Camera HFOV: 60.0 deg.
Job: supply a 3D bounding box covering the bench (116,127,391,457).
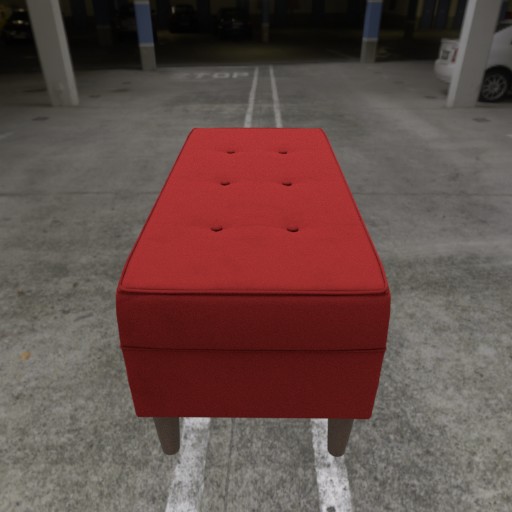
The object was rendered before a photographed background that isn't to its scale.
[{"bbox_3d":[0.000,0.000,1.278,0.492,0.471,1.016,0,31,1],"label":"bench"}]
